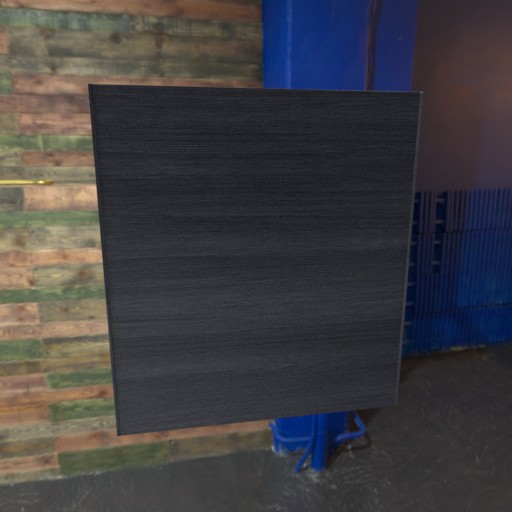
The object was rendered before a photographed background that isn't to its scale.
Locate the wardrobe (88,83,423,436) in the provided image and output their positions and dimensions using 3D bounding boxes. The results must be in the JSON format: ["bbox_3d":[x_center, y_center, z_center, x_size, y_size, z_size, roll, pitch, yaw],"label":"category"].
[{"bbox_3d":[0.000,0.000,2.839,1.780,1.960,0.629,-2,14,-10],"label":"wardrobe"}]
